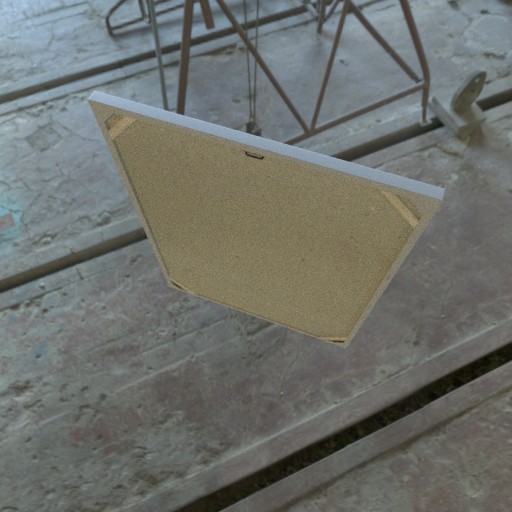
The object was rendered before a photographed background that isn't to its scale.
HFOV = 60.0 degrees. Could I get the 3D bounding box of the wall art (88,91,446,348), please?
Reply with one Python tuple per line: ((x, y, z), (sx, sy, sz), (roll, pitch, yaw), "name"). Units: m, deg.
((0.000, 0.000, 1.619), (0.914, 1.212, 0.038), (18, 64, 9), "wall art")
